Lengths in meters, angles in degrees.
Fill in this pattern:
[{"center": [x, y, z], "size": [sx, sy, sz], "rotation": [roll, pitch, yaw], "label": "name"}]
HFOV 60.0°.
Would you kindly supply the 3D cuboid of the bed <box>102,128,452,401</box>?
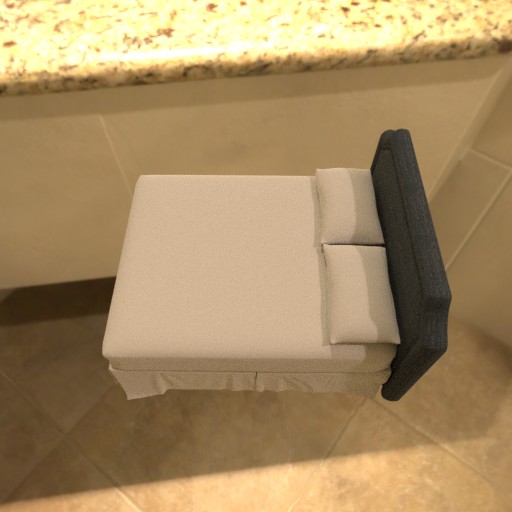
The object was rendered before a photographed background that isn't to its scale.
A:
[{"center": [0.000, 0.000, 3.350], "size": [2.208, 1.297, 1.828], "rotation": [0, 57, 0], "label": "bed"}]
